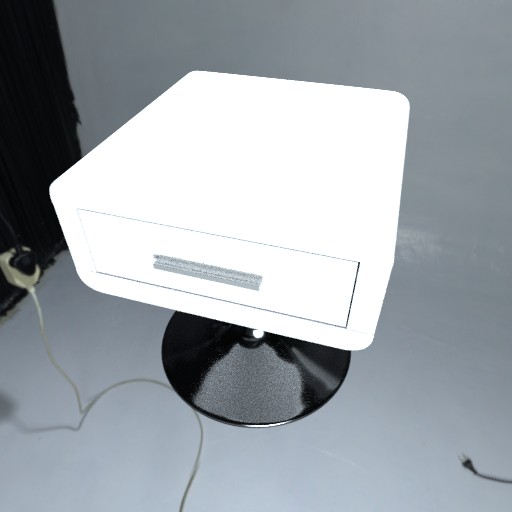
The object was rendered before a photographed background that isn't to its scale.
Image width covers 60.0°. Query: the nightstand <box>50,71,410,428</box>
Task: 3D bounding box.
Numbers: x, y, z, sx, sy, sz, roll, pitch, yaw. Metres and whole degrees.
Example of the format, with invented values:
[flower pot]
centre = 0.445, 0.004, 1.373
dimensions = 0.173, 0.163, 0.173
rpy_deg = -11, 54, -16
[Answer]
[nightstand]
centre = 0.000, 0.000, 0.744
dimensions = 0.399, 0.447, 0.404
rpy_deg = 11, 42, 13
